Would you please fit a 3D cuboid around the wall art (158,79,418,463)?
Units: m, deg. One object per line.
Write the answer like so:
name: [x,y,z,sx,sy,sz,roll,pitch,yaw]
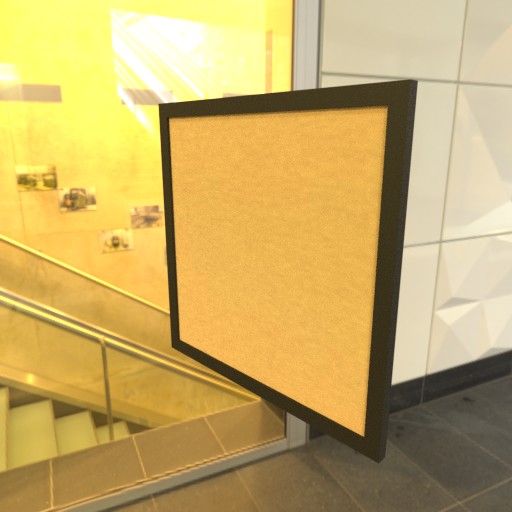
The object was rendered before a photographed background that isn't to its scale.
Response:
wall art: [0.000,0.000,0.518,0.013,0.356,0.356,-14,21,-43]
